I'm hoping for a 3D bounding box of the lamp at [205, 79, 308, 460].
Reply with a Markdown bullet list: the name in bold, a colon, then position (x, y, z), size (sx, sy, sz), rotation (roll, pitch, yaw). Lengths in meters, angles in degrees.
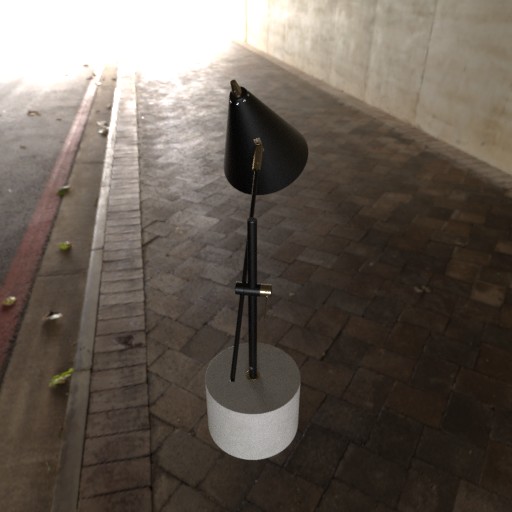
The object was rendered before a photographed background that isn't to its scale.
- **lamp**: position (0.000, 0.000, 0.716), size (0.214, 0.518, 0.403), rotation (10, 33, 16)
